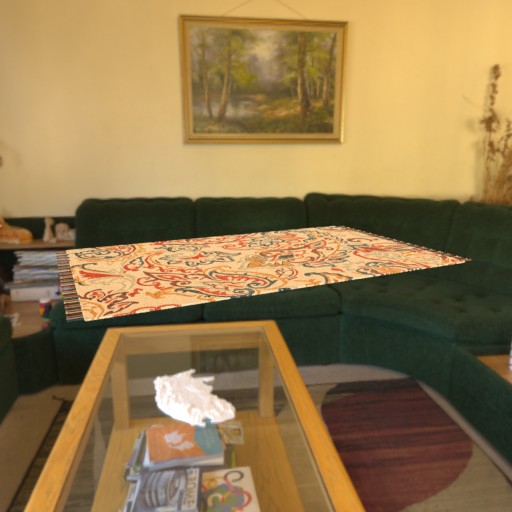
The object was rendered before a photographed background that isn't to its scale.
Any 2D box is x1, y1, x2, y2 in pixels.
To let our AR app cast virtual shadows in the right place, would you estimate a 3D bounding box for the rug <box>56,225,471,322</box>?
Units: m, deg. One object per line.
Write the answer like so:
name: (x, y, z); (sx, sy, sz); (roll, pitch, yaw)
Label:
rug: (0.000, 0.000, 3.177); (2.584, 0.010, 1.523); (-7, 15, -25)
